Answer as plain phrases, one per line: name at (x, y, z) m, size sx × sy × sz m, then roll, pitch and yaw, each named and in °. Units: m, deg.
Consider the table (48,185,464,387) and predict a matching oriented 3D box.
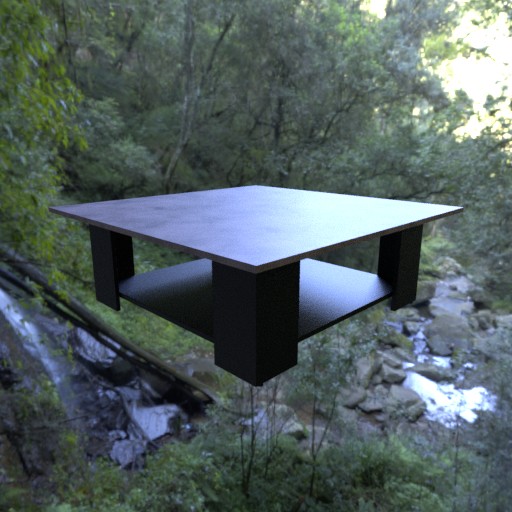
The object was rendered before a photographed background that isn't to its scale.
table at (0.000, 0.000, 1.381) m, size 0.890 × 0.305 × 0.890 m, roll -15°, pitch 21°, yaw -43°
